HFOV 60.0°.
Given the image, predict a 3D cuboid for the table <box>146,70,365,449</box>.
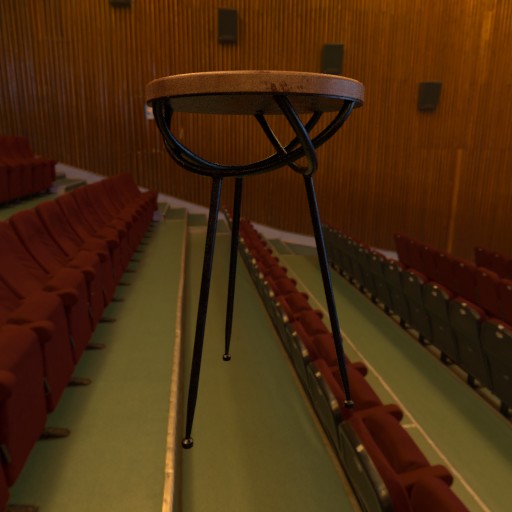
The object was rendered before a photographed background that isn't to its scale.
[{"bbox_3d":[0.000,0.000,0.933,0.414,0.664,0.418,-2,14,-8],"label":"table"}]
